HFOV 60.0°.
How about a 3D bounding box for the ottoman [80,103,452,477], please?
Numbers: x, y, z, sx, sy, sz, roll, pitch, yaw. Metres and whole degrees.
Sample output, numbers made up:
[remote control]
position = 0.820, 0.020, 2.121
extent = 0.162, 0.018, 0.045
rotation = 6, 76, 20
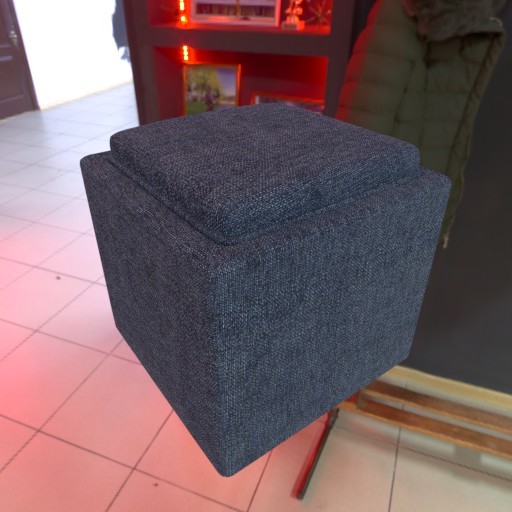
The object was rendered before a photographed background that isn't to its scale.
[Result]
[ottoman]
position = 0.000, 0.000, 0.821
extent = 0.450, 0.460, 0.450
rotation = -21, 38, -30
